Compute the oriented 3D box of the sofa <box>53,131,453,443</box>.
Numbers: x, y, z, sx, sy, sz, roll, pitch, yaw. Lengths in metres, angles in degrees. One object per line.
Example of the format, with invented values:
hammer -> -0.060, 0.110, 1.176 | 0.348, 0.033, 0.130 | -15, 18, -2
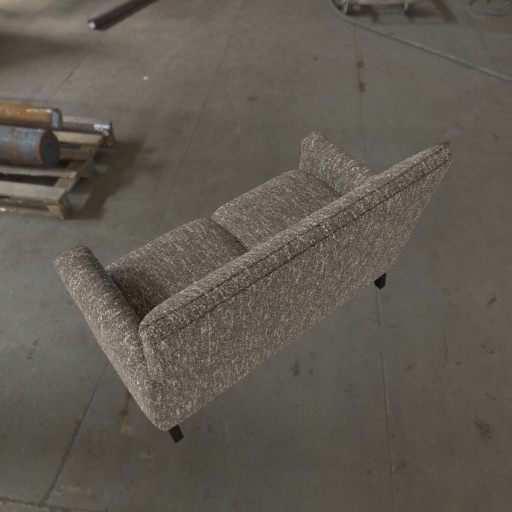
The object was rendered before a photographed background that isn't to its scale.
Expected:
sofa -> 0.000, 0.000, 2.041 | 1.519, 0.946, 0.801 | -31, 55, -25
